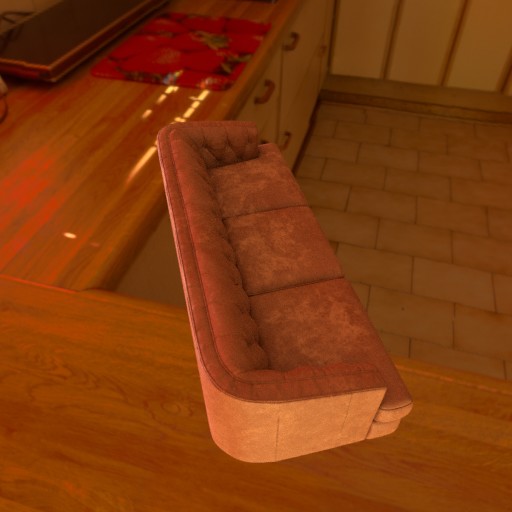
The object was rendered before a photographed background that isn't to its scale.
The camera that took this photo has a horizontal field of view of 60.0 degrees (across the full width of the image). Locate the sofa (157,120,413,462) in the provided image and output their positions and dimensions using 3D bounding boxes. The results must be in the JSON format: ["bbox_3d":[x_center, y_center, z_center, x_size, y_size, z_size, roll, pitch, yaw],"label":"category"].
[{"bbox_3d":[0.000,0.000,2.693,0.922,0.791,2.257,-11,47,-10],"label":"sofa"}]
